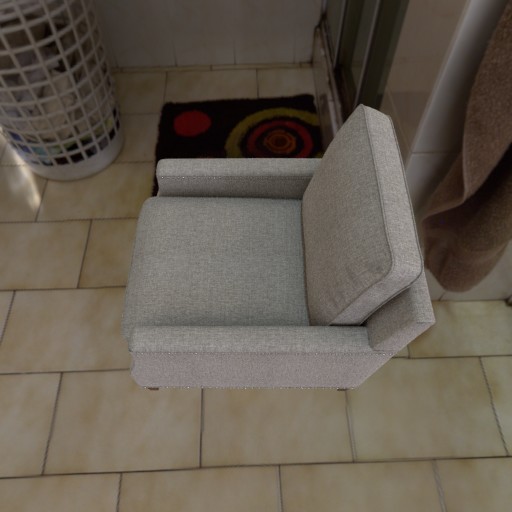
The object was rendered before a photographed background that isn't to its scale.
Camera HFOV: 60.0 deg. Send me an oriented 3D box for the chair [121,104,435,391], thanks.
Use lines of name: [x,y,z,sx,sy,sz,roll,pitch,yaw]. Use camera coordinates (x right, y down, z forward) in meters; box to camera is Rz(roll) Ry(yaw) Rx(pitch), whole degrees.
chair: [0.000,0.000,1.736,1.014,0.943,0.853,0,58,0]
